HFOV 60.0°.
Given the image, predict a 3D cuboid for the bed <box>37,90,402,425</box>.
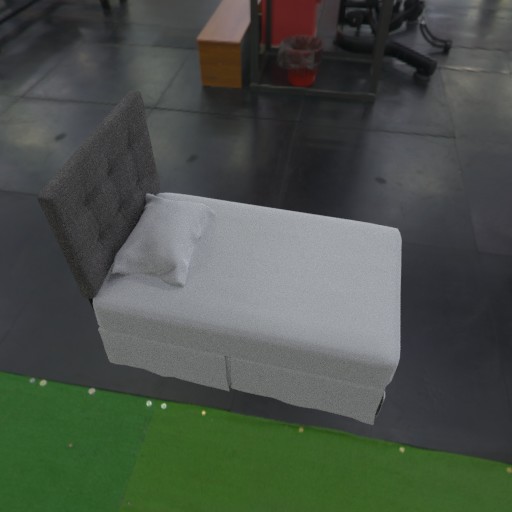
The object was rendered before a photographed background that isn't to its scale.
[{"bbox_3d":[0.000,0.000,2.969,1.997,1.571,1.261,10,48,9],"label":"bed"}]
